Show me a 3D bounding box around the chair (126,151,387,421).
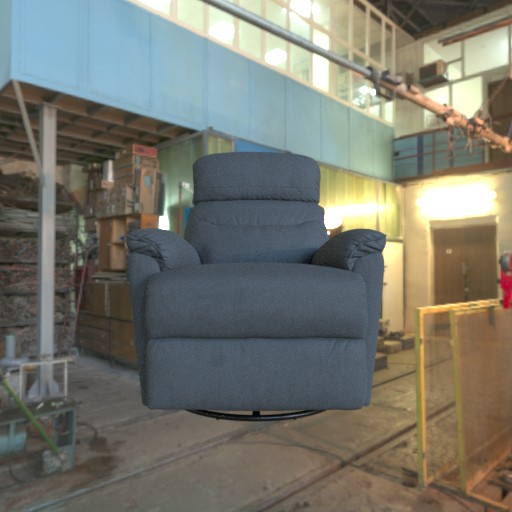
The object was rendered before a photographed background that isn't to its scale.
[{"bbox_3d":[0.000,0.000,1.750,0.820,1.037,1.004,0,-1,0],"label":"chair"}]
